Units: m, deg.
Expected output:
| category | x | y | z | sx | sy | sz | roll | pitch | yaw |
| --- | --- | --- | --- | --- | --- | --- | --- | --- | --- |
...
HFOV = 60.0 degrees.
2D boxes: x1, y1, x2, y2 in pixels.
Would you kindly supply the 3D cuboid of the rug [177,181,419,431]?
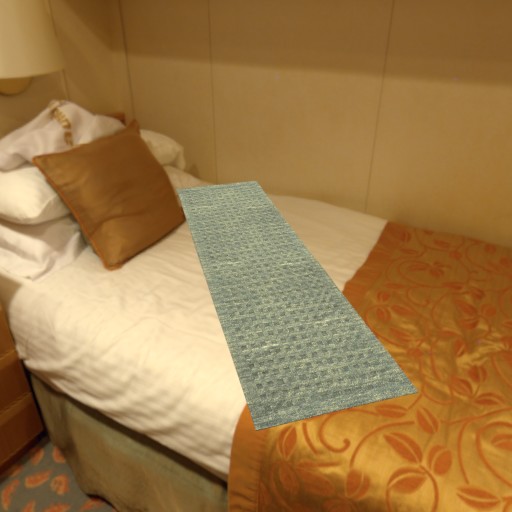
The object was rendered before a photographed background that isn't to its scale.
| category | x | y | z | sx | sy | sz | roll | pitch | yaw |
| --- | --- | --- | --- | --- | --- | --- | --- | --- | --- |
| rug | 0.000 | 0.000 | 2.730 | 0.688 | 0.008 | 2.443 | -8 | 32 | -13 |
